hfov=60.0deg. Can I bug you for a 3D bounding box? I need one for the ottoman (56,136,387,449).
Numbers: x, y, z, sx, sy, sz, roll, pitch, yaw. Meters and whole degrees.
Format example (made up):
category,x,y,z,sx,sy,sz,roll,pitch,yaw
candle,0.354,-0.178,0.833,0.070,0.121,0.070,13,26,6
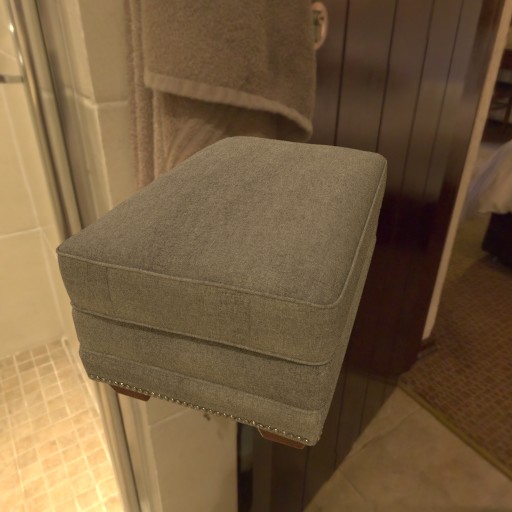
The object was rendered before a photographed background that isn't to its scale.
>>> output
category,x,y,z,sx,sy,sz,roll,pitch,yaw
ottoman,0.000,0.000,1.148,0.561,0.457,0.813,10,31,17
